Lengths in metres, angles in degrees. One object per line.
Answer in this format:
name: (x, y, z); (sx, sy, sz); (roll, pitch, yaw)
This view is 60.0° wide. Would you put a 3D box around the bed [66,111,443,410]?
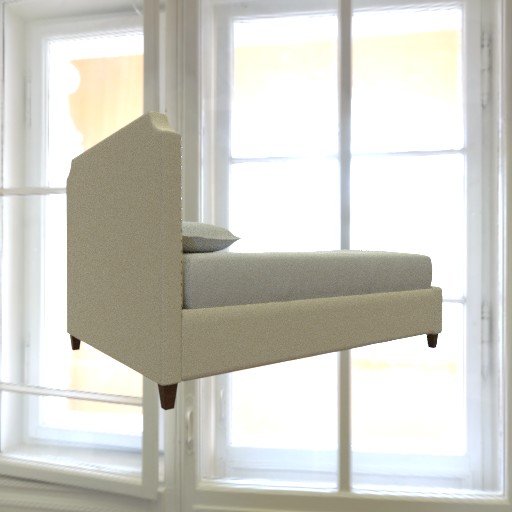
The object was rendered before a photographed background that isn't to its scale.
bed: (0.000, 0.000, 3.379); (2.329, 1.415, 1.703); (0, 1, -37)
